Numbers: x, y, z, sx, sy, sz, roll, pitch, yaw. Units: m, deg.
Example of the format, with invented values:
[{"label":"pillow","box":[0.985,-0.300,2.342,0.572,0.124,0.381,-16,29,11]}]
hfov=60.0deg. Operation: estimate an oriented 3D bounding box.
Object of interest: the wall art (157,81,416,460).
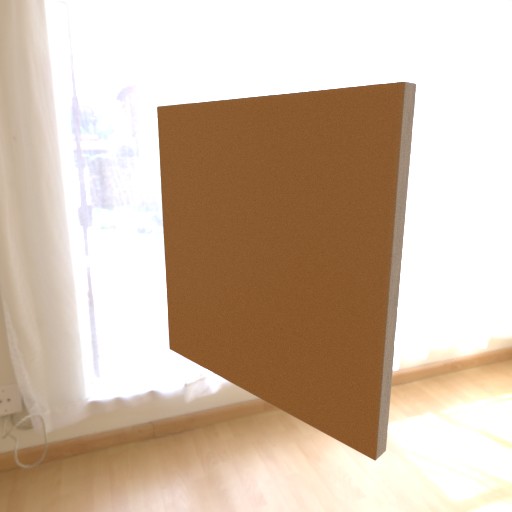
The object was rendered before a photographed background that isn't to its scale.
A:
[{"label":"wall art","box":[0.000,0.000,1.906,1.287,1.288,0.078,14,20,43]}]
